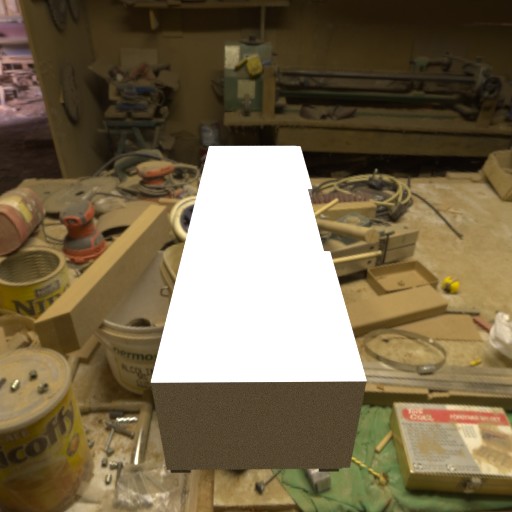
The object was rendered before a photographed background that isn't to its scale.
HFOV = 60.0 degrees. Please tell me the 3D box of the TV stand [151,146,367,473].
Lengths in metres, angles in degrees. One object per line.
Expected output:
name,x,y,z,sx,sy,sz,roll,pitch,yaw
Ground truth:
TV stand,0.000,0.000,1.534,0.420,0.310,1.400,0,32,0
